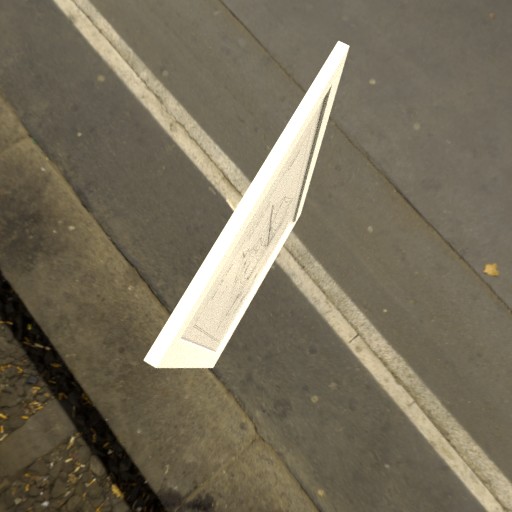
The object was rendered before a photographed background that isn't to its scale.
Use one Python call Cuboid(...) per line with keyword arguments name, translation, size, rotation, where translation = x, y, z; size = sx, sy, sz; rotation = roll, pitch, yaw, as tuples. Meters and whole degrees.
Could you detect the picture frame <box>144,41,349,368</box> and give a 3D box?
Cuboid(name="picture frame", translation=(0.000, 0.000, 0.591), size=(0.011, 0.459, 0.326), rotation=(29, 78, 7))
